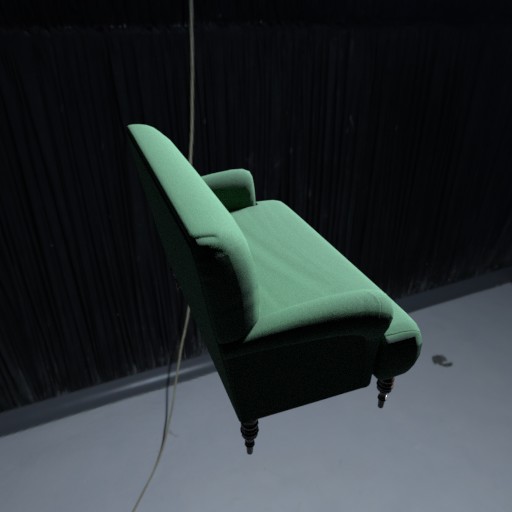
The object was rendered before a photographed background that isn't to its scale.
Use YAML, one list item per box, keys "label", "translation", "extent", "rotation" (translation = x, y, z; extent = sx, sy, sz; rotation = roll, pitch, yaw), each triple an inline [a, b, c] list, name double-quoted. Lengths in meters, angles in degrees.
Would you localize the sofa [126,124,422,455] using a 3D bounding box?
- label: "sofa"
  translation: [0.000, 0.000, 1.818]
  extent: [0.779, 0.889, 1.297]
  rotation: [-11, 32, -19]
